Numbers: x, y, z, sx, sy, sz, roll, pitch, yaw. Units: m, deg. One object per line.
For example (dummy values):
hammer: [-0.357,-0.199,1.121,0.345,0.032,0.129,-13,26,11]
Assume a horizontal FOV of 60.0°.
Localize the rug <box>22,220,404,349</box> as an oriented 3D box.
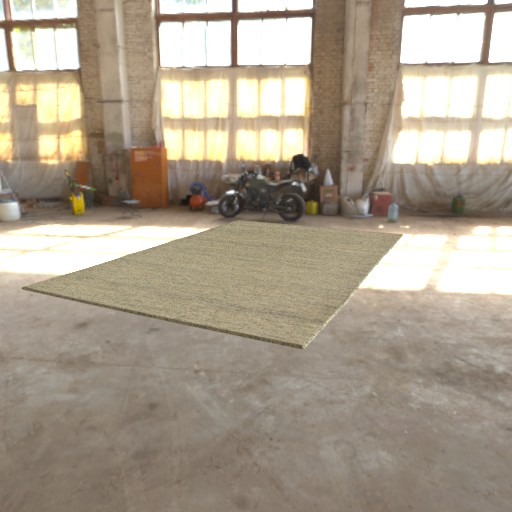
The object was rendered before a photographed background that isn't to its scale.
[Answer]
rug: [0.000,0.000,2.345,1.243,0.014,1.846,7,16,26]
